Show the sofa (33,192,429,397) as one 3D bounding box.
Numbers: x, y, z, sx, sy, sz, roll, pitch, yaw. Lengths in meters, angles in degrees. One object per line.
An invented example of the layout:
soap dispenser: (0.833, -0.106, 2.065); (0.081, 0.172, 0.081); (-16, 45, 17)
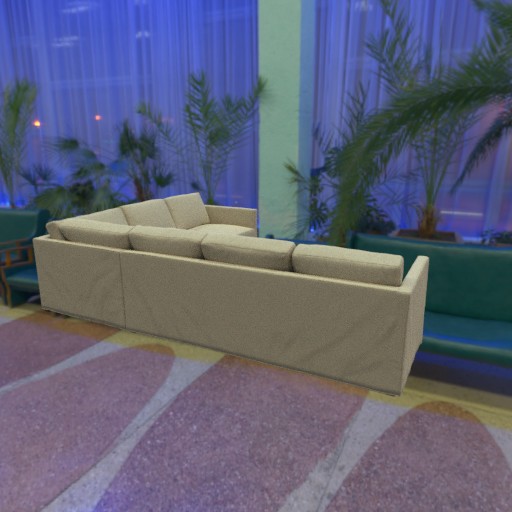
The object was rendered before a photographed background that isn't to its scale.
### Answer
sofa: (0.000, 0.000, 4.275); (3.182, 0.871, 2.432); (7, 16, 26)
